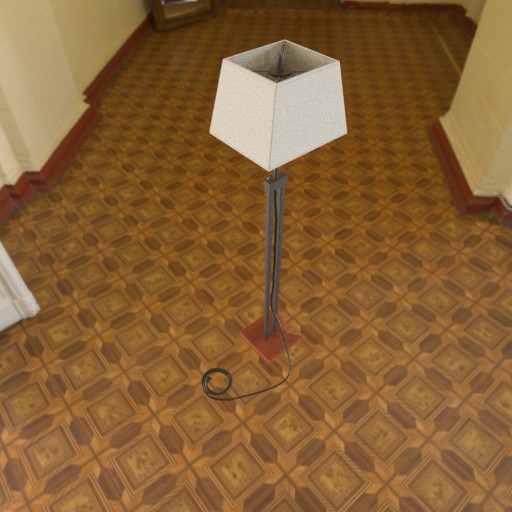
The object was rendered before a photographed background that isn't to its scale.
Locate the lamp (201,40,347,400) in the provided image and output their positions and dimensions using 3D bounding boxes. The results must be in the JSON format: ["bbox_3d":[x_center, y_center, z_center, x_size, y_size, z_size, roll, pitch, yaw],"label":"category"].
[{"bbox_3d":[0.000,0.000,2.058,0.745,1.712,0.472,-31,52,-27],"label":"lamp"}]
